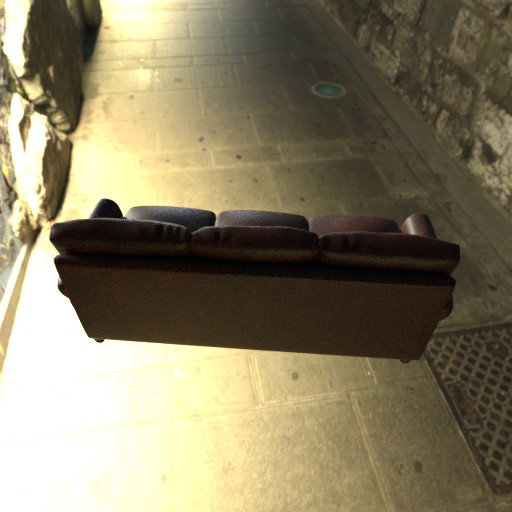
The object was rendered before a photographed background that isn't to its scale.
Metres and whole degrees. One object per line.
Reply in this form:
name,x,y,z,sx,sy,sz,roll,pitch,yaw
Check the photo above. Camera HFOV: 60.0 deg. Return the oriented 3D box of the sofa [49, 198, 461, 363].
sofa,0.000,0.000,2.914,2.351,0.977,0.973,3,45,3
